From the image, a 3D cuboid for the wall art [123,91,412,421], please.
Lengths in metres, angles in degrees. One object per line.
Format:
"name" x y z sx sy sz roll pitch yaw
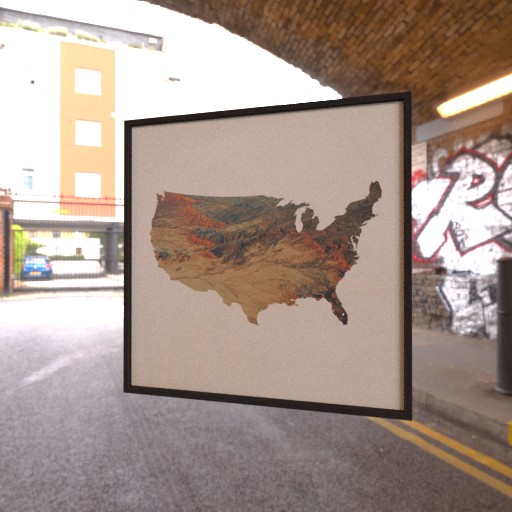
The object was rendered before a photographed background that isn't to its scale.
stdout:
"wall art" 0.000 0.000 1.149 0.762 0.762 0.038 0 0 17
